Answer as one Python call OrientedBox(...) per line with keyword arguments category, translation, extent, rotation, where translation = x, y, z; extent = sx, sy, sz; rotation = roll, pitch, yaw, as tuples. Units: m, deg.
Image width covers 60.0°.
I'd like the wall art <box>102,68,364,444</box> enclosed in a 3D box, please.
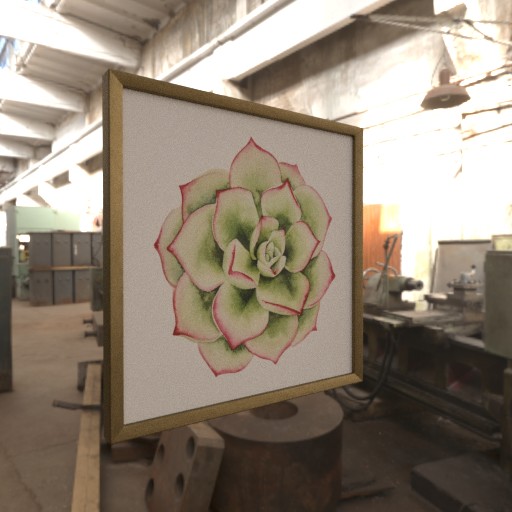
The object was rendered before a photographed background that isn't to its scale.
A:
OrientedBox(category="wall art", translation=(0.000, 0.000, 0.752), extent=(0.503, 0.506, 0.031), rotation=(0, 1, -35))
